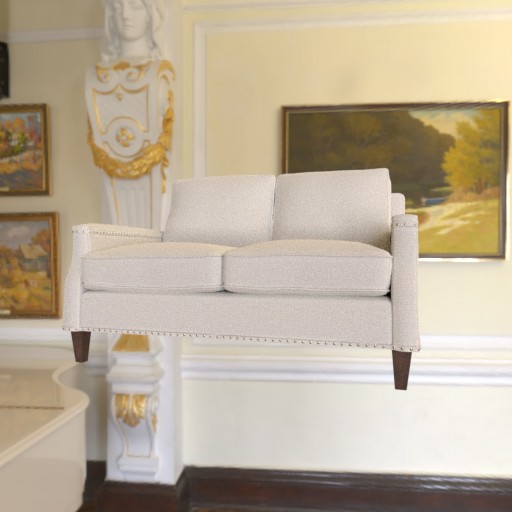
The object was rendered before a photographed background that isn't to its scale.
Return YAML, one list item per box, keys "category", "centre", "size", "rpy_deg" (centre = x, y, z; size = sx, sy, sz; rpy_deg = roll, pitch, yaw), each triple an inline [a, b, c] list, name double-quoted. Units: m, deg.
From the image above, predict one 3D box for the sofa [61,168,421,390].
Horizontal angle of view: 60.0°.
- category: "sofa"
  centre: [0.000, 0.000, 2.338]
  size: [1.597, 1.003, 1.084]
  rpy_deg: [0, 0, 18]
